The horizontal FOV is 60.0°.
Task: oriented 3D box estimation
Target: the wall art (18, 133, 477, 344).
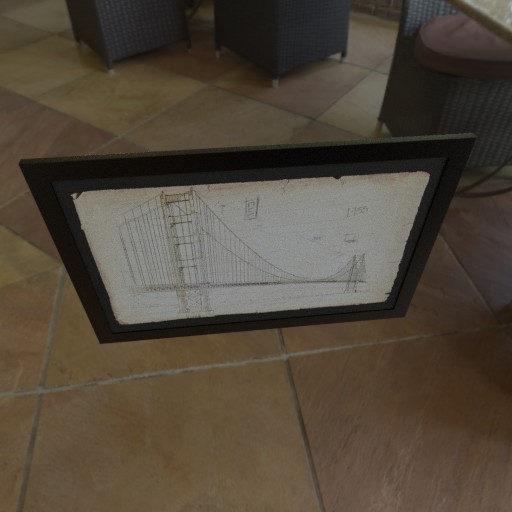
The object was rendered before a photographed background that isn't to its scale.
[{"bbox_3d":[0.000,0.000,0.799,0.660,0.447,0.013,-4,46,-4],"label":"wall art"}]
